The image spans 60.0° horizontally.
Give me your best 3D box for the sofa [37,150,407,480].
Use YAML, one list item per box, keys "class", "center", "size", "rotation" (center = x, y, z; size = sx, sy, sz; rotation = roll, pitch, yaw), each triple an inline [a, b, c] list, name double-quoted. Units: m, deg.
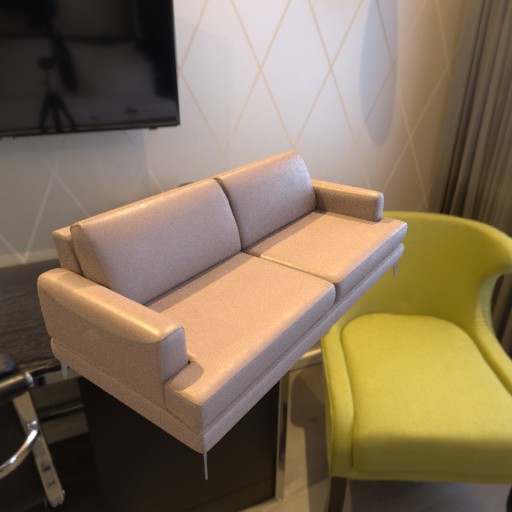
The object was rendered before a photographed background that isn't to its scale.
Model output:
- class: "sofa"
  center: [0.000, 0.000, 2.334]
  size: [0.974, 0.765, 1.940]
  rotation: [18, 31, 32]
